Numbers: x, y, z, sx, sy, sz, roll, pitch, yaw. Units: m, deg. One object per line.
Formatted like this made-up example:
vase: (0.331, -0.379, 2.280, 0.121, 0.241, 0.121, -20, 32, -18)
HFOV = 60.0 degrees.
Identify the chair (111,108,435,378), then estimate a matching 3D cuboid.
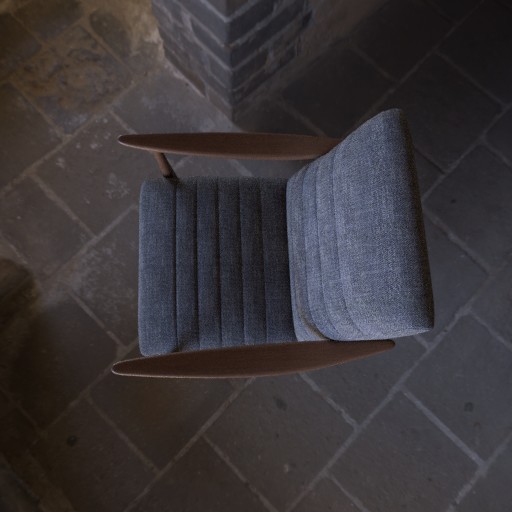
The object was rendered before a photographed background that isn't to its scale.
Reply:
chair: (0.000, 0.000, 1.430, 0.798, 0.832, 0.741, -2, 78, -1)
